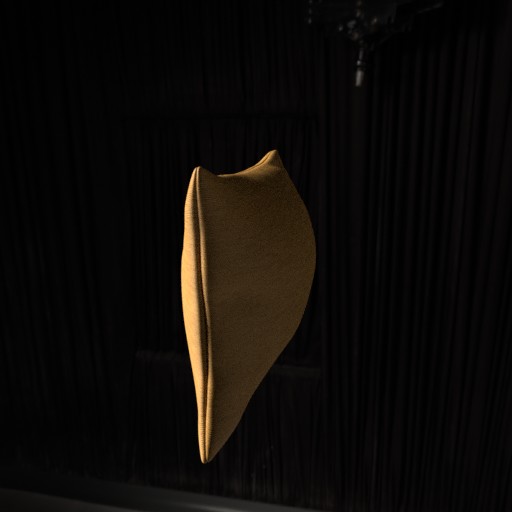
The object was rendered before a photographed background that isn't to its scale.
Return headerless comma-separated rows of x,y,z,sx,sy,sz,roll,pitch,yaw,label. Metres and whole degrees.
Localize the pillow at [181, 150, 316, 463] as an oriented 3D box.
0.000,0.000,0.787,0.210,0.354,0.634,3,16,9,pillow
